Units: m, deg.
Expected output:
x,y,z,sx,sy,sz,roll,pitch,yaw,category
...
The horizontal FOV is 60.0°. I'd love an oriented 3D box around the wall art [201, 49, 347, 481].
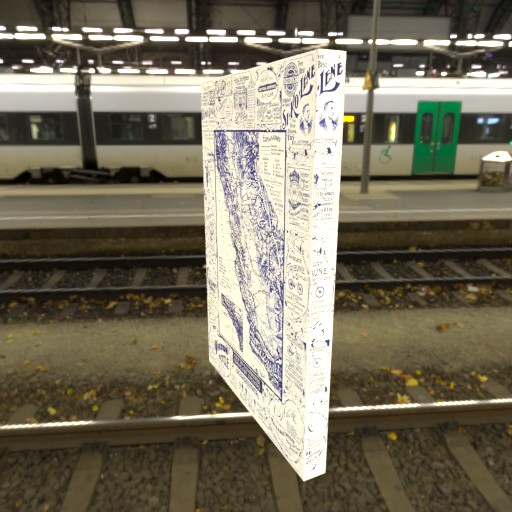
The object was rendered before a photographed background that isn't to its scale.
x,y,z,sx,sy,sz,roll,pitch,yaw,category
0.000,0.000,0.484,0.025,0.376,0.255,-8,17,-25,wall art
